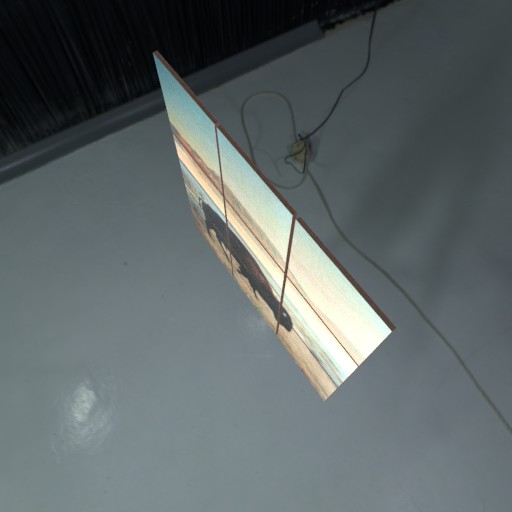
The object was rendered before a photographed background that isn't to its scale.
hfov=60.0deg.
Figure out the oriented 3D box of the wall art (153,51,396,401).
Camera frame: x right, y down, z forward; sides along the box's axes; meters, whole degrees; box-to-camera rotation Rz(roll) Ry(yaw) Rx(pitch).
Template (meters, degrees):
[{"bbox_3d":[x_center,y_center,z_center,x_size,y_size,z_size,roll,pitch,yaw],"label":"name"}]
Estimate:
[{"bbox_3d":[0.000,0.000,1.394,0.018,0.904,0.906,-32,68,-15],"label":"wall art"}]
